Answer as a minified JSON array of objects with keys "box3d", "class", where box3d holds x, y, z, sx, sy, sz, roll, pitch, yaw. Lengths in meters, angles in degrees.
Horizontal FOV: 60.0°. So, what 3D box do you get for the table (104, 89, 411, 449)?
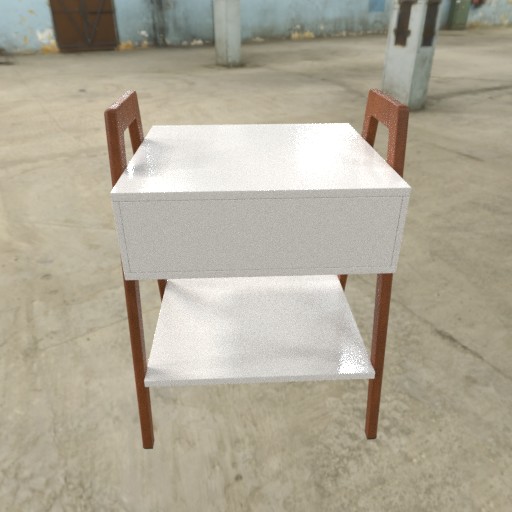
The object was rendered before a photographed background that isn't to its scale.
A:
[{"box3d":[0.000,0.000,0.884,0.457,0.610,0.405,-1,30,-2],"class":"table"}]
